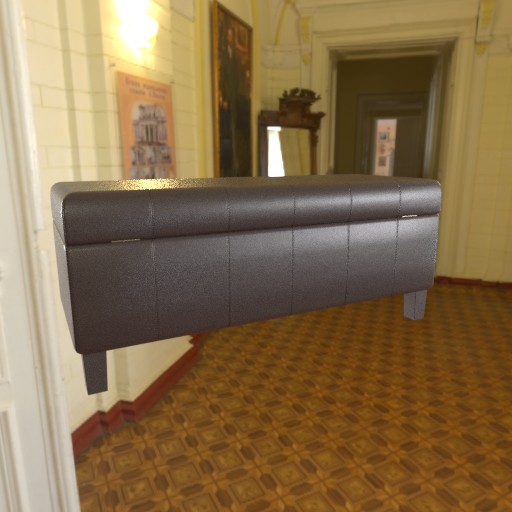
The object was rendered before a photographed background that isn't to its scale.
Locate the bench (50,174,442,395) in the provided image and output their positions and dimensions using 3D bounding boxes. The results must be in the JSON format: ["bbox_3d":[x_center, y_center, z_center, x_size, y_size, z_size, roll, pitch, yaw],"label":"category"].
[{"bbox_3d":[0.000,0.000,1.353,1.092,0.457,0.429,-7,15,-26],"label":"bench"}]
